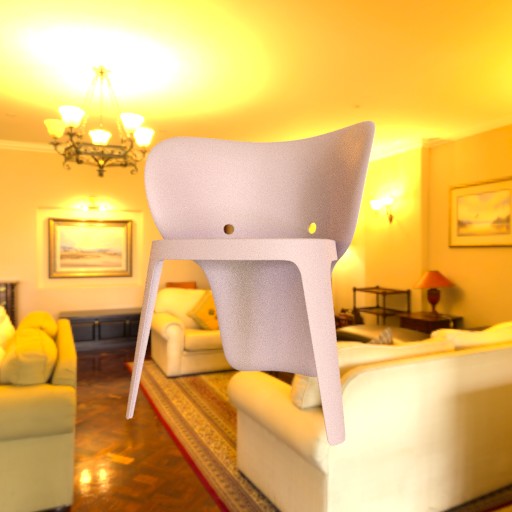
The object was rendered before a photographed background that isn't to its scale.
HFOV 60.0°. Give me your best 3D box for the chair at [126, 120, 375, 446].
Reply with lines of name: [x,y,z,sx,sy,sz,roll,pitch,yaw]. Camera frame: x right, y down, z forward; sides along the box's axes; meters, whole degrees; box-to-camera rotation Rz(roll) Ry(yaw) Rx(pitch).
chair: [0.000,0.000,0.868,0.451,0.554,0.402,0,1,17]
